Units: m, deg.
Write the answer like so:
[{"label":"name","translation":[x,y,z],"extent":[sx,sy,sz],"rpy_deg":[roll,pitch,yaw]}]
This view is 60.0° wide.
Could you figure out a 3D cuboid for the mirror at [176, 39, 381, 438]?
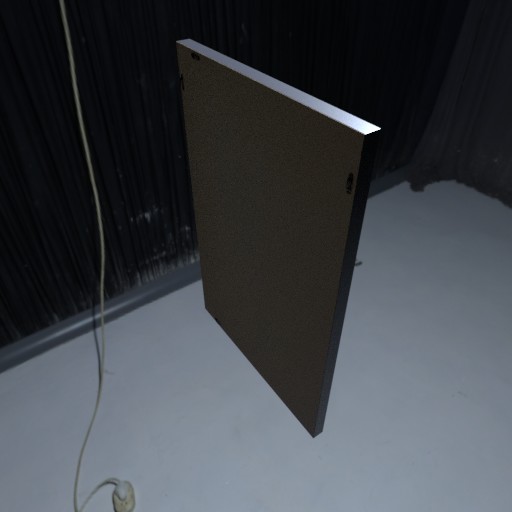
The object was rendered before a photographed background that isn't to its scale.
[{"label":"mirror","translation":[0.000,0.000,1.153],"extent":[0.040,0.915,0.609],"rpy_deg":[-24,46,-26]}]
